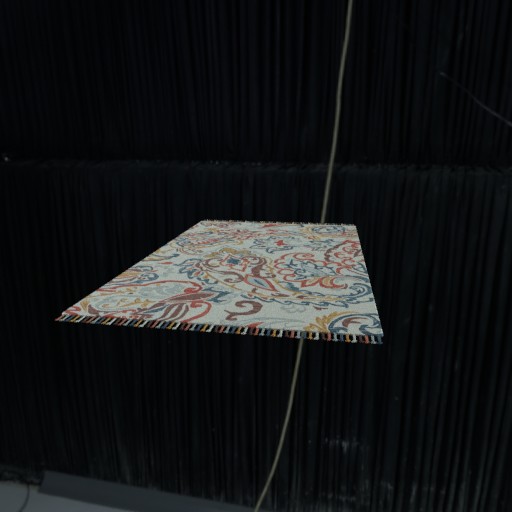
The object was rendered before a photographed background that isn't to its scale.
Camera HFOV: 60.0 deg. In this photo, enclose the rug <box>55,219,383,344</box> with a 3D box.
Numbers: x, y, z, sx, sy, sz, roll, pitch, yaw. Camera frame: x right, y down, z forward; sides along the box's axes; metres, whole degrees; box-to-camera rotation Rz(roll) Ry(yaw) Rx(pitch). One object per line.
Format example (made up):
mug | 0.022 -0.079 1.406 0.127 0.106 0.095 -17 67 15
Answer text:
rug | 0.000 0.000 3.201 1.523 0.010 2.584 2 15 9
